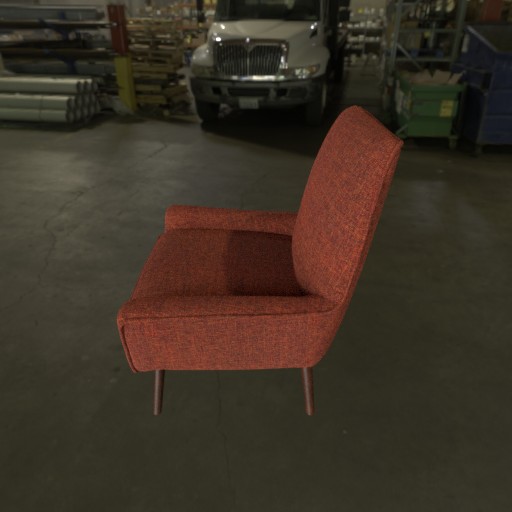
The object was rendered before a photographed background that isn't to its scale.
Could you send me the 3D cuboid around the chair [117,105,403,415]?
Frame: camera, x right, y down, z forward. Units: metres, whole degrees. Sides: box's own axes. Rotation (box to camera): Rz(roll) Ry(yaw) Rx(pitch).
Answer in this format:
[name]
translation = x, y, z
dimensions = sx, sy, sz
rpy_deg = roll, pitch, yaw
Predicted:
[chair]
translation = 0.000, 0.000, 1.510
dimensions = 0.784, 0.911, 0.803
rpy_deg = 0, 28, 0
